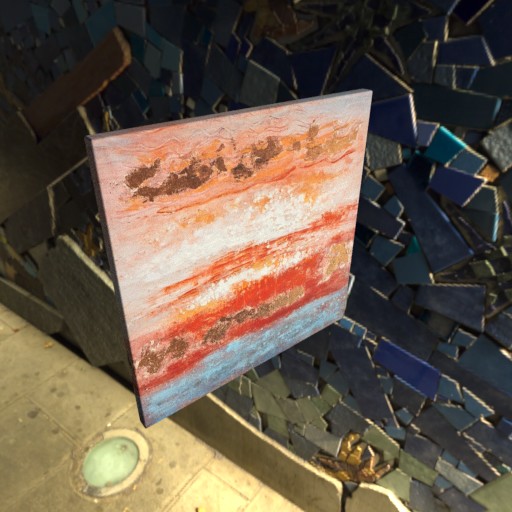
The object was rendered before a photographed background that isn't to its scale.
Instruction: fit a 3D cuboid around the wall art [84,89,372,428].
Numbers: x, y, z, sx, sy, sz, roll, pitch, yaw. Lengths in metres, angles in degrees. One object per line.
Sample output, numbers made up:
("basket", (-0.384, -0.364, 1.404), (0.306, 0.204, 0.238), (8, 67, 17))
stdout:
("wall art", (0.000, 0.000, 1.157), (0.747, 0.747, 0.035), (-22, 37, -32))
